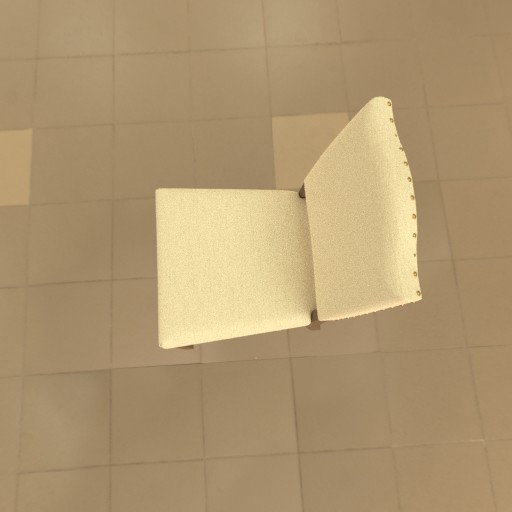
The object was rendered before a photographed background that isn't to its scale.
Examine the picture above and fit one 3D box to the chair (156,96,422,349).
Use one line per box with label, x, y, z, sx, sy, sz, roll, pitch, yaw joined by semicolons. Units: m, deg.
chair;0.000;0.000;1.342;0.619;1.015;0.508;-4;77;-1
